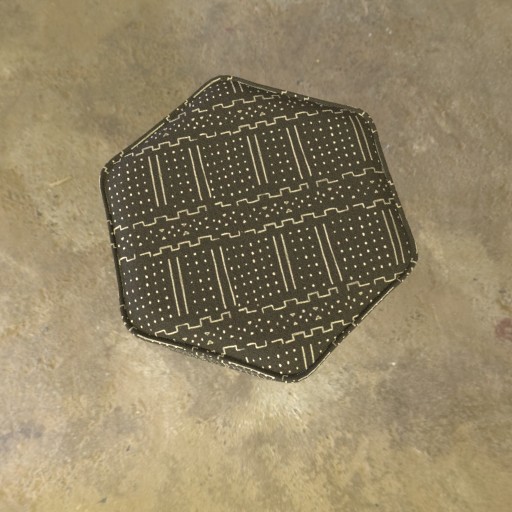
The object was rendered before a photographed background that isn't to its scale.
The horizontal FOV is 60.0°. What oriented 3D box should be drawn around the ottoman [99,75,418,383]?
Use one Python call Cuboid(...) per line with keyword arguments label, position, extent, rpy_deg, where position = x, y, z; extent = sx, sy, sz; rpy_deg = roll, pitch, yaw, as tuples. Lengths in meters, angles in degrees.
Cuboid(label="ottoman", position=(0.000, 0.000, 0.882), extent=(0.443, 0.502, 0.494), rpy_deg=(-13, 76, -3))
